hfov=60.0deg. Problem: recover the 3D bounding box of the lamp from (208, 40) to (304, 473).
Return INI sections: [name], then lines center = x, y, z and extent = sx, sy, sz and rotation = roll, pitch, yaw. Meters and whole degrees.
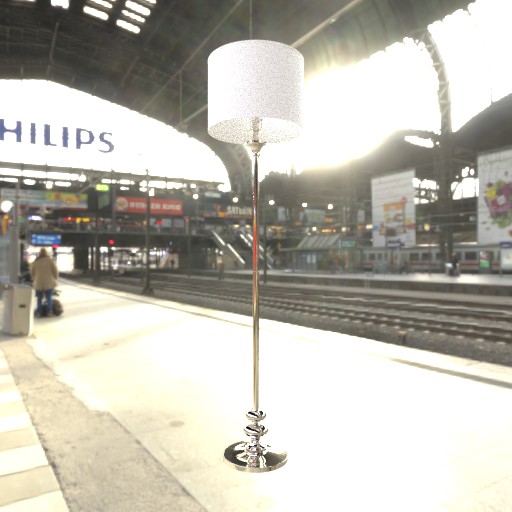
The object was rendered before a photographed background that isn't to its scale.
[lamp]
center = 0.000, 0.000, 1.644
extent = 0.356, 1.487, 0.356
rotation = 0, -1, -35
